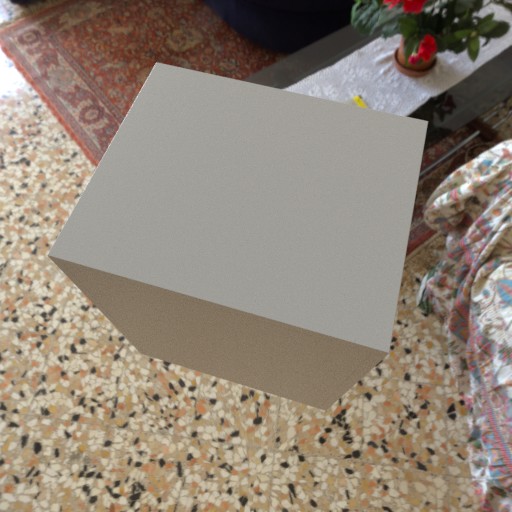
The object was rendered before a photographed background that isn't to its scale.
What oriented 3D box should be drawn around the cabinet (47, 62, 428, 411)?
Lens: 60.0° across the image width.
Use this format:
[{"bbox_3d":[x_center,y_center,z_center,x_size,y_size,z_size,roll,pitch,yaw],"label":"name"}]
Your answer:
[{"bbox_3d":[0.000,0.000,0.778,0.400,0.470,0.360,15,65,7],"label":"cabinet"}]
